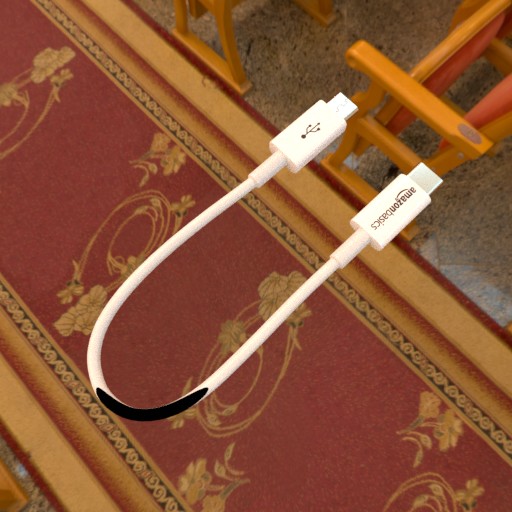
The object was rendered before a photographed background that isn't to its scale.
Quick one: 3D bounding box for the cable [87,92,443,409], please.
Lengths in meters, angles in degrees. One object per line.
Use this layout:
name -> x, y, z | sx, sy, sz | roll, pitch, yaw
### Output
cable -> 0.000, 0.000, 0.110 | 0.098, 0.006, 0.040 | -42, 78, -11
